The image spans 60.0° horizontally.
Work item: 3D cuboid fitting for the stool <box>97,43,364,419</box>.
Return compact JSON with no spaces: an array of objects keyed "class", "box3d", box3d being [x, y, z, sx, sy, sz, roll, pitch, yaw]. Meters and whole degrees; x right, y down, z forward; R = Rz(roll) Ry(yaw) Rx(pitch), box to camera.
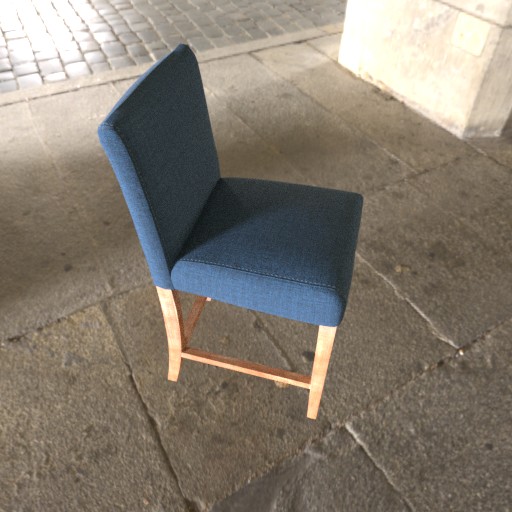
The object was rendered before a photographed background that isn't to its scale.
[{"class":"stool","box3d":[0.000,0.000,1.328,0.567,1.039,0.454,11,47,10]}]
